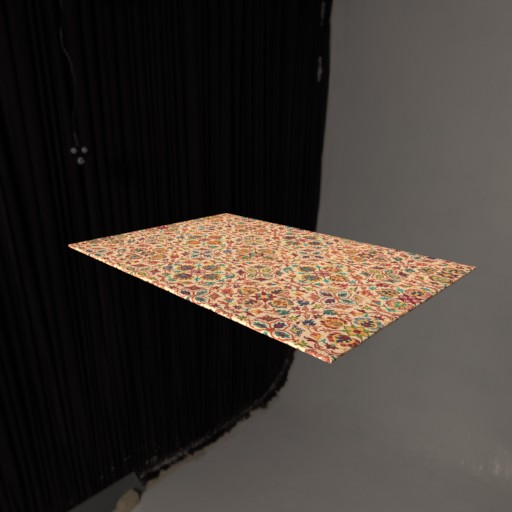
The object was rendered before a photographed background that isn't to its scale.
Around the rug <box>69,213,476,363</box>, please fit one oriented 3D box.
[{"bbox_3d":[0.000,0.000,2.969,2.297,0.018,1.541,16,24,42],"label":"rug"}]
